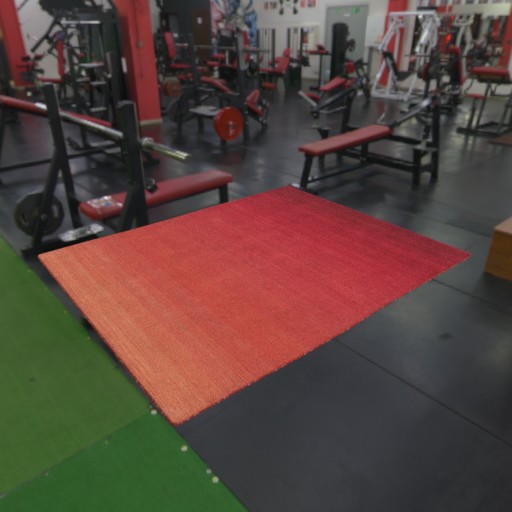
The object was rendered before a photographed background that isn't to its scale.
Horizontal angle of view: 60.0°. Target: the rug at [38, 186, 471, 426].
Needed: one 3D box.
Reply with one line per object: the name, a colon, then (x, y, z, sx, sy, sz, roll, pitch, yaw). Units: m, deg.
rug: (0.000, 0.000, 3.774, 2.905, 0.028, 2.340, -21, 34, -34)
